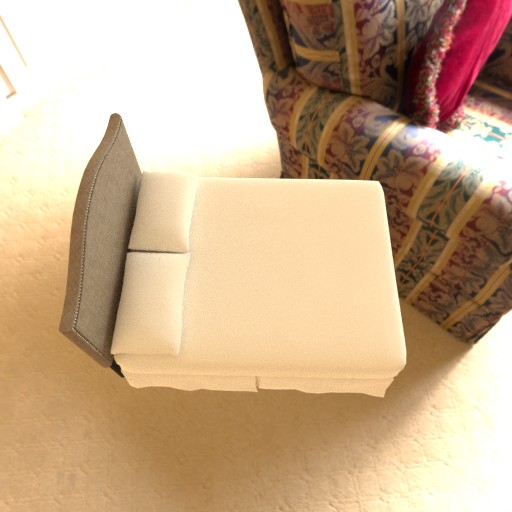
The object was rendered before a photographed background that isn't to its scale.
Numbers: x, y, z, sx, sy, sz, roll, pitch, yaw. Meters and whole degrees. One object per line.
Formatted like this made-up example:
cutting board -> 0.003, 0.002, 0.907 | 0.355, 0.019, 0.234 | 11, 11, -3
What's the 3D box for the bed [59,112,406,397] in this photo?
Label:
bed -> 0.000, 0.000, 3.274 | 2.153, 1.518, 1.713 | 1, 62, 1
